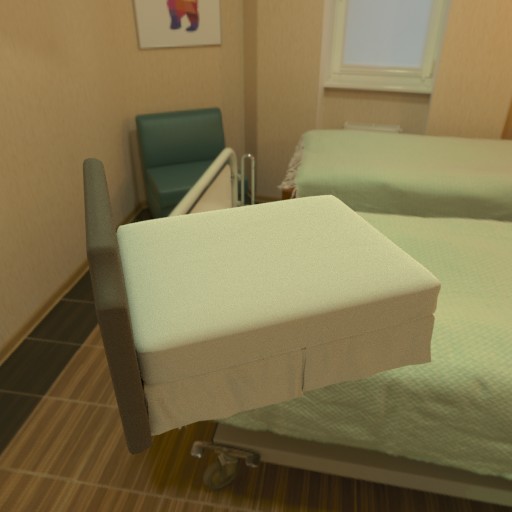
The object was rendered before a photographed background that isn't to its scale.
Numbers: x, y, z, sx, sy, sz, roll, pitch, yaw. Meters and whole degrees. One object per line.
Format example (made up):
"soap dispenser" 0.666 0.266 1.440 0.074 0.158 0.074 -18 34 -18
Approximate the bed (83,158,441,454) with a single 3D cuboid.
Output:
"bed" 0.000 0.000 3.274 2.181 1.297 1.831 -10 33 -16
